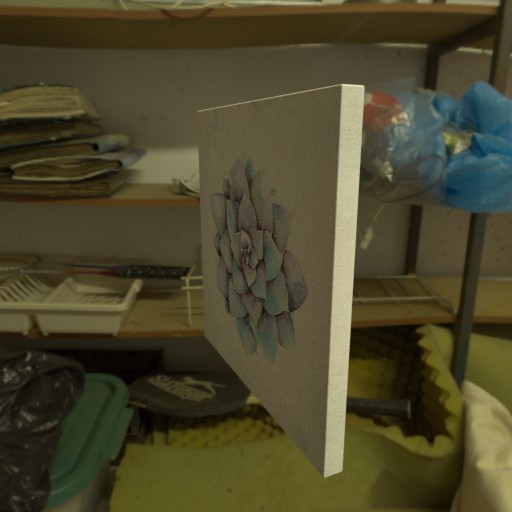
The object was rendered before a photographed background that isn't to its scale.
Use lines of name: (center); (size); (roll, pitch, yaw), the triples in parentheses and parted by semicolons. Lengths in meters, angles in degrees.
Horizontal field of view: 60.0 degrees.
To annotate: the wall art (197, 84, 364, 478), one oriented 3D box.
wall art: (0.000, 0.000, 0.930); (0.040, 0.612, 0.612); (-7, 16, -24)
